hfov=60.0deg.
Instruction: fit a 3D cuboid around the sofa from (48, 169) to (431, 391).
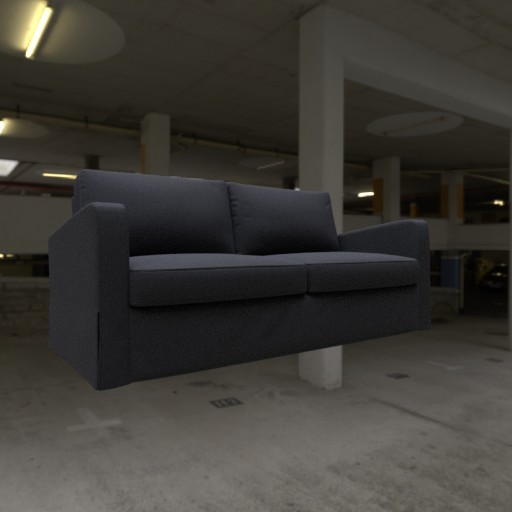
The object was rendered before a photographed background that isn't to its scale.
[{"bbox_3d":[0.000,0.000,2.288,1.852,0.839,0.898,-1,2,-35],"label":"sofa"}]
